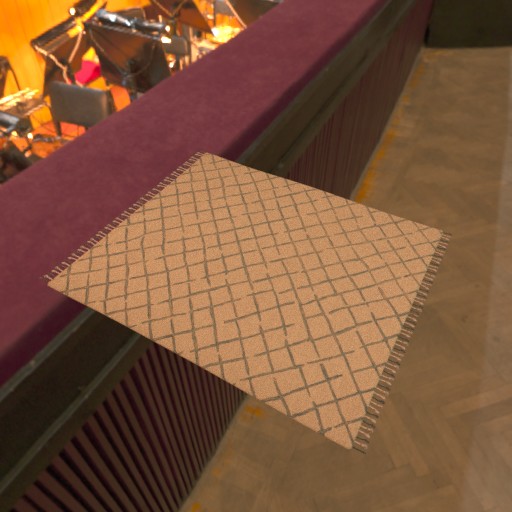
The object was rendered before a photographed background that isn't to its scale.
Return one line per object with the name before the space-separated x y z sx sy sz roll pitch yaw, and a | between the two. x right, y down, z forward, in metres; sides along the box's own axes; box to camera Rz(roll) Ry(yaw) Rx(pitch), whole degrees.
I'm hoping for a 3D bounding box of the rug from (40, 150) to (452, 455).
rug | 0.000 0.000 4.859 3.585 0.036 2.892 22 49 21
